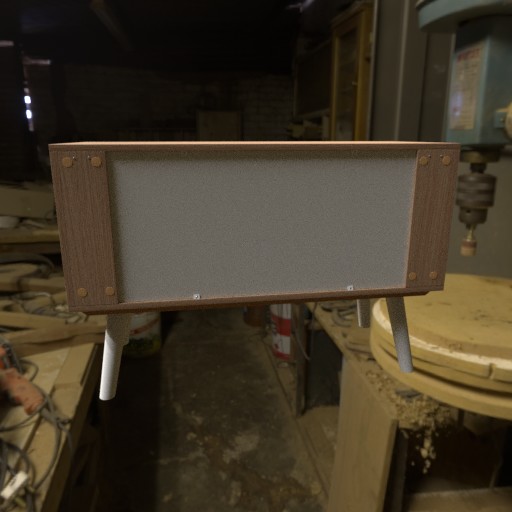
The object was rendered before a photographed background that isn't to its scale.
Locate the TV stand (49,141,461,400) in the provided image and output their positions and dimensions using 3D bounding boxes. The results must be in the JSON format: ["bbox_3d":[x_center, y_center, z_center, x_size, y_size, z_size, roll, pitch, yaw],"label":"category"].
[{"bbox_3d":[0.000,0.000,1.331,0.991,0.660,0.407,-2,15,-9],"label":"TV stand"}]
